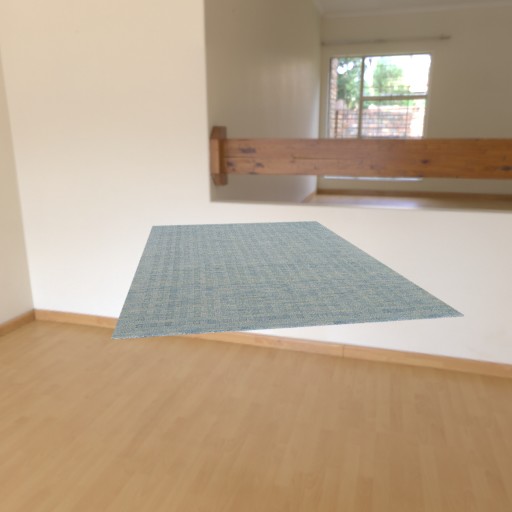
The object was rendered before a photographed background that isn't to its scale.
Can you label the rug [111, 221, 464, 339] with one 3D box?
[{"bbox_3d":[0.000,0.000,2.239,1.142,0.006,1.752,-2,15,-9],"label":"rug"}]
